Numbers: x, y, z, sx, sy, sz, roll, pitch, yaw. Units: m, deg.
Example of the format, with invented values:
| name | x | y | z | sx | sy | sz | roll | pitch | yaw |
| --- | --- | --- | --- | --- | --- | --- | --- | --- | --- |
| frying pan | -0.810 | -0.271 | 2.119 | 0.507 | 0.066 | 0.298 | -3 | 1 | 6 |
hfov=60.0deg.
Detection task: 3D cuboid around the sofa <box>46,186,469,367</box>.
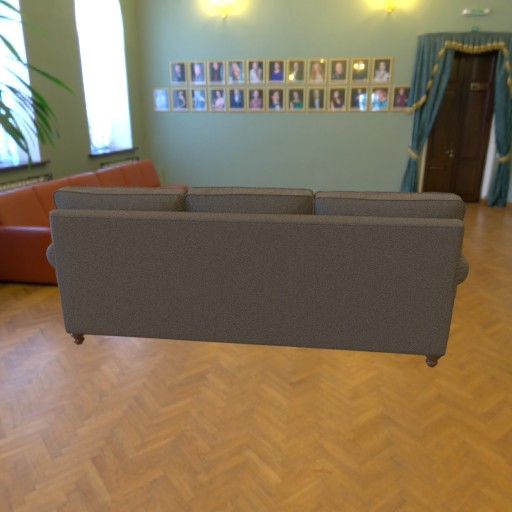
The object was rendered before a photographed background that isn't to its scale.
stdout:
| name | x | y | z | sx | sy | sz | roll | pitch | yaw |
| --- | --- | --- | --- | --- | --- | --- | --- | --- | --- |
| sofa | 0.000 | 0.000 | 2.808 | 2.353 | 0.948 | 0.966 | 2 | 17 | 7 |
